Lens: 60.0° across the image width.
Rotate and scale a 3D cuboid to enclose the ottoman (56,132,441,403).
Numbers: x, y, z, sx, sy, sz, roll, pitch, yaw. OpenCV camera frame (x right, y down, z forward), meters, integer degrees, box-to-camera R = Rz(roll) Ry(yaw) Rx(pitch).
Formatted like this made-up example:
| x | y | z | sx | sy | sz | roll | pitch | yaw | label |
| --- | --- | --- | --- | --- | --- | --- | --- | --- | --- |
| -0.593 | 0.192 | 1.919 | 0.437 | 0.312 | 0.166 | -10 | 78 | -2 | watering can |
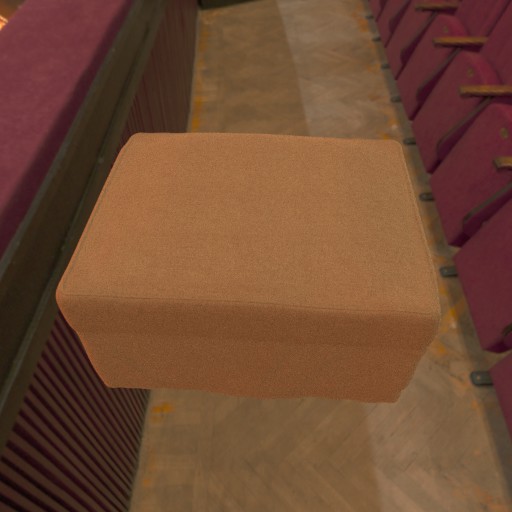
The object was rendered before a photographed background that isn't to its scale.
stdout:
| x | y | z | sx | sy | sz | roll | pitch | yaw | label |
| --- | --- | --- | --- | --- | --- | --- | --- | --- | --- |
| 0.000 | 0.000 | 1.266 | 0.833 | 0.485 | 0.650 | 3 | 48 | 2 | ottoman |
